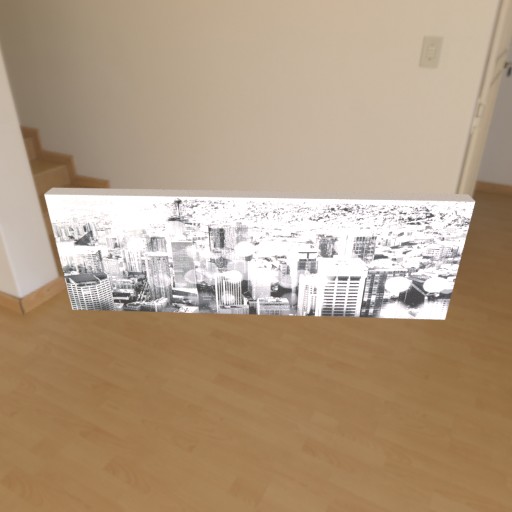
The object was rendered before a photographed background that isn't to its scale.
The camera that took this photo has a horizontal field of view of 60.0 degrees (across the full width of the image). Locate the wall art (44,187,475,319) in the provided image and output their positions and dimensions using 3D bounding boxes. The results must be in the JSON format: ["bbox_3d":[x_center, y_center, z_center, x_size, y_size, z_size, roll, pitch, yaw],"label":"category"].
[{"bbox_3d":[0.000,0.000,0.861,0.763,0.255,0.038,1,29,2],"label":"wall art"}]
